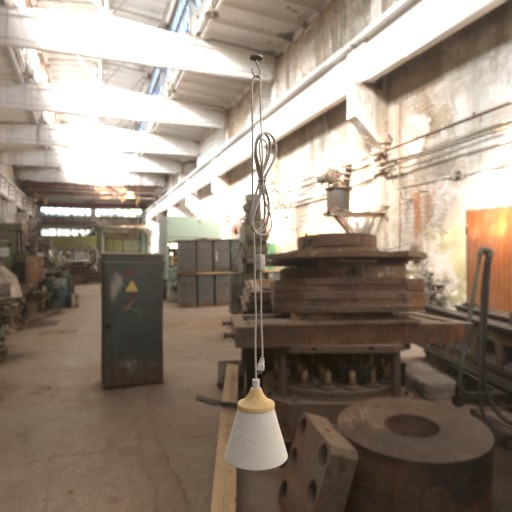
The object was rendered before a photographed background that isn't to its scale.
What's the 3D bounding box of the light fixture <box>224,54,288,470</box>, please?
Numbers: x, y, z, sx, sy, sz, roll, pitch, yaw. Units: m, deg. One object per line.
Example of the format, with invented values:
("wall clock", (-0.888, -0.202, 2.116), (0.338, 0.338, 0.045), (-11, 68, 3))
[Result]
("light fixture", (0.000, 0.000, 1.074), (0.153, 0.966, 0.153), (0, 0, -18))
